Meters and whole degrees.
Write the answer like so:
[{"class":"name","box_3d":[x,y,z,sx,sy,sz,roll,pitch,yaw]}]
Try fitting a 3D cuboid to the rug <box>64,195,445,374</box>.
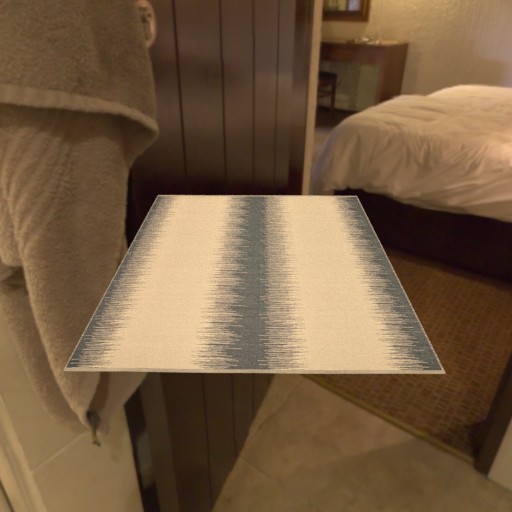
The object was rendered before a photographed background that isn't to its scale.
[{"class":"rug","box_3d":[0.000,0.000,4.151,2.453,0.004,3.037,0,30,0]}]
